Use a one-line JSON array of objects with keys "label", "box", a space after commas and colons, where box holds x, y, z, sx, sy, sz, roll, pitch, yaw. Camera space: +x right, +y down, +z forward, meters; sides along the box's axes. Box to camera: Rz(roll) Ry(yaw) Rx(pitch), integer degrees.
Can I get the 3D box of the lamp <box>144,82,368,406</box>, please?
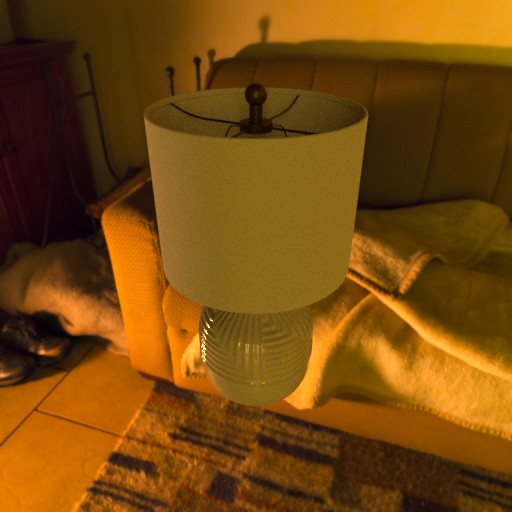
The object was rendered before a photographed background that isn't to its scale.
[{"label": "lamp", "box": [0.000, 0.000, 0.768, 0.318, 0.567, 0.318, 0, 31, 0]}]
